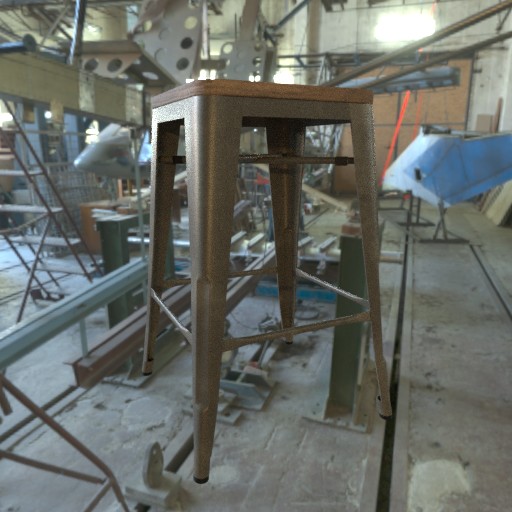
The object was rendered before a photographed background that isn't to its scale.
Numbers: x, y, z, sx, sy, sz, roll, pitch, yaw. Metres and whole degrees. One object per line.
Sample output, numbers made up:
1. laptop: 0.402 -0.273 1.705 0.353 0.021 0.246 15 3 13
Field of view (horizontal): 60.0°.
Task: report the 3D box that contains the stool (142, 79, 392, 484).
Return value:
1. stool: 0.000 0.000 0.885 0.407 0.607 0.407 -7 15 -25
